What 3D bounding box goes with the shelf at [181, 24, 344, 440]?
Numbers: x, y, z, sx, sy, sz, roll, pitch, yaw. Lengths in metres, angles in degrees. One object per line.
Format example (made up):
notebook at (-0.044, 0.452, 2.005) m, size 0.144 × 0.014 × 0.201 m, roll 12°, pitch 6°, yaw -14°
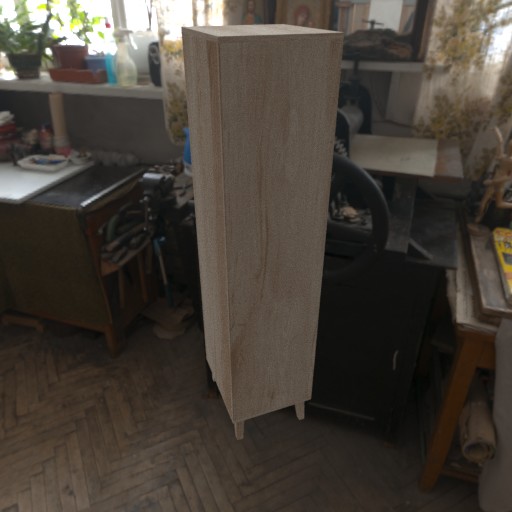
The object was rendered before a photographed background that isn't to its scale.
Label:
shelf at (0.000, 0.000, 2.148) m, size 0.450 × 1.960 × 0.510 m, roll -11°, pitch 32°, yaw -18°
